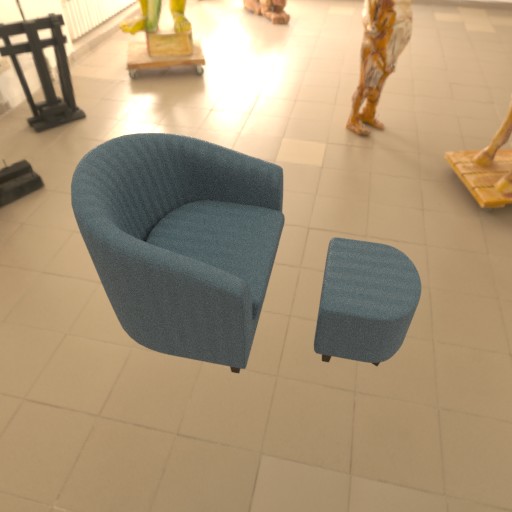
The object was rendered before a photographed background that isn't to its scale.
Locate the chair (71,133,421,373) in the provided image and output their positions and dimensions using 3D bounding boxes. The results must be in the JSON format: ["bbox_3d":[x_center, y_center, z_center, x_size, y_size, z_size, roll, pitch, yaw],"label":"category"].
[{"bbox_3d":[0.000,0.000,1.763,1.288,0.757,0.756,9,45,9],"label":"chair"}]
